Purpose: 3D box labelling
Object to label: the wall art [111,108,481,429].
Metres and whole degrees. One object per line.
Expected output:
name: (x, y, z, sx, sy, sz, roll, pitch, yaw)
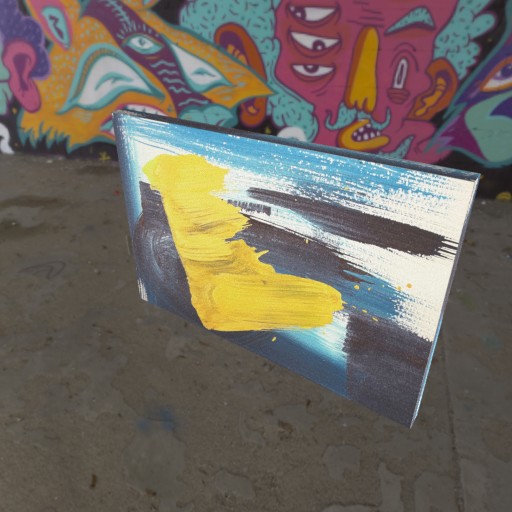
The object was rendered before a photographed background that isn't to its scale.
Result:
wall art: (0.000, 0.000, 0.751, 0.609, 0.406, 0.033, 19, 35, 30)
